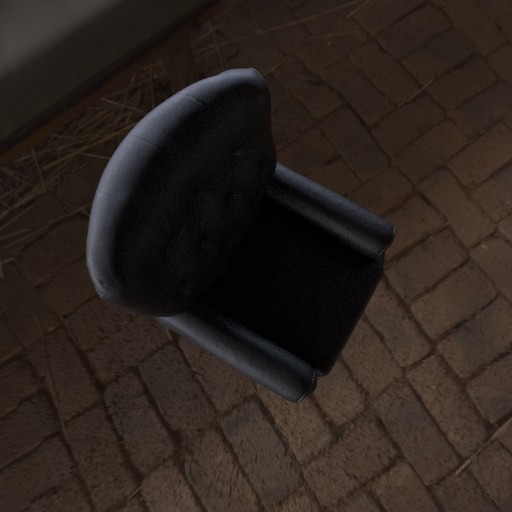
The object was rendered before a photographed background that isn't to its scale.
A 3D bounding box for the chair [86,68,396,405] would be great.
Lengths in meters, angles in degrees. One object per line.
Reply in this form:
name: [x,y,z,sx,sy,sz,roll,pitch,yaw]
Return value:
chair: [0.000,0.000,1.924,1.058,1.158,0.948,30,78,7]
